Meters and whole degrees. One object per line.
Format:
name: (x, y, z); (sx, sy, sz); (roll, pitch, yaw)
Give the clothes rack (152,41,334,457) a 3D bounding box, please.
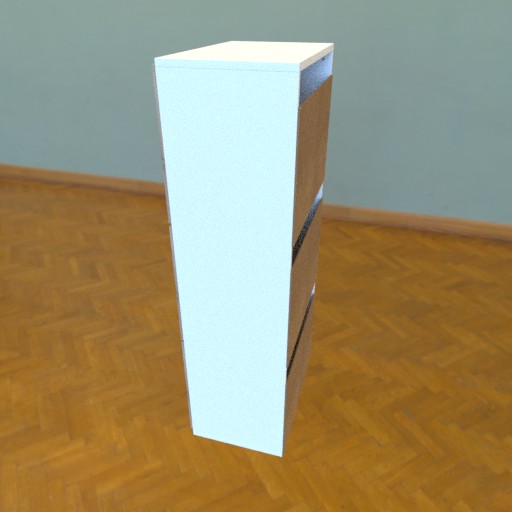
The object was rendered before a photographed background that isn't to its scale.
clothes rack: (0.000, 0.000, 1.400); (0.331, 1.187, 0.500); (8, 31, 14)
